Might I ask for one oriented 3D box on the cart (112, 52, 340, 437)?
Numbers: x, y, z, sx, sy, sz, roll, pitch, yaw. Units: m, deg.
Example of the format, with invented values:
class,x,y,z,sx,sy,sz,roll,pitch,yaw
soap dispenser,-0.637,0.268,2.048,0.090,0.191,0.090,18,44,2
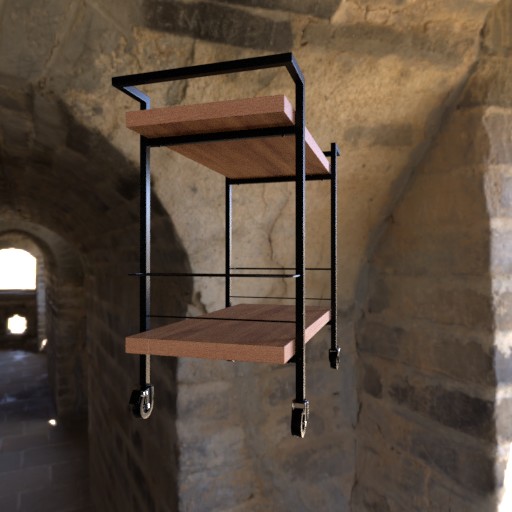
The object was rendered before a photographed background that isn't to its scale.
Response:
class,x,y,z,sx,sy,sz,roll,pitch,yaw
cart,0.000,0.000,1.274,0.406,0.762,0.806,0,0,17
